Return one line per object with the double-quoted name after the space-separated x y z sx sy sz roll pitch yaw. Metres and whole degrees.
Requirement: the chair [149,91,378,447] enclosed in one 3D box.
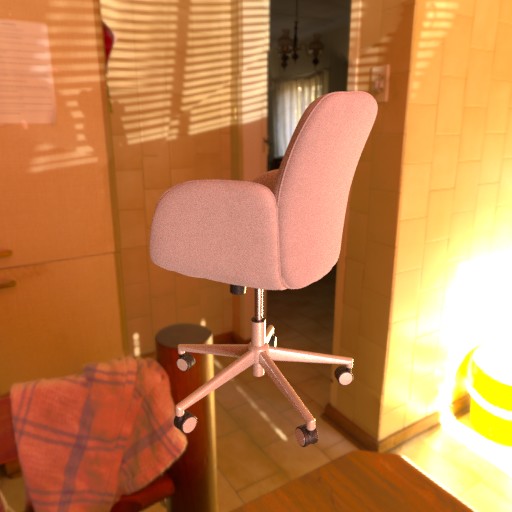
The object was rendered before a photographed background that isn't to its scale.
0.000 0.000 1.409 0.654 0.959 0.648 8 17 26 "chair"
